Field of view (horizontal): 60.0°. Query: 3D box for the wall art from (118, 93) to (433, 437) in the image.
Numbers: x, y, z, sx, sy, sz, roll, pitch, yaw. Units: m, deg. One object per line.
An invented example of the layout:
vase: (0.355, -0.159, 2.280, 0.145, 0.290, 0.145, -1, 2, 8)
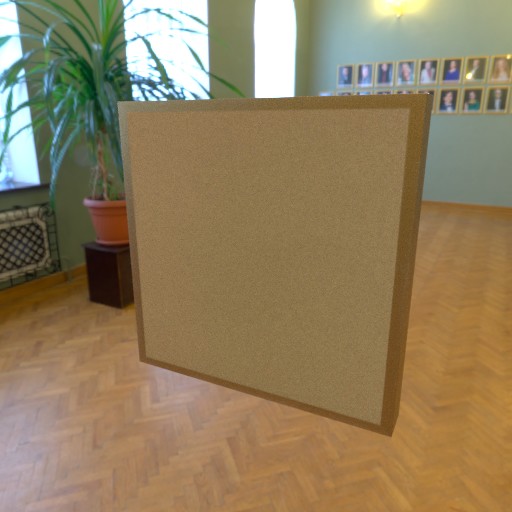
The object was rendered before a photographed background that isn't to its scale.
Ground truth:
wall art: (0.000, 0.000, 0.456, 0.306, 0.305, 0.038, 8, 19, 26)
